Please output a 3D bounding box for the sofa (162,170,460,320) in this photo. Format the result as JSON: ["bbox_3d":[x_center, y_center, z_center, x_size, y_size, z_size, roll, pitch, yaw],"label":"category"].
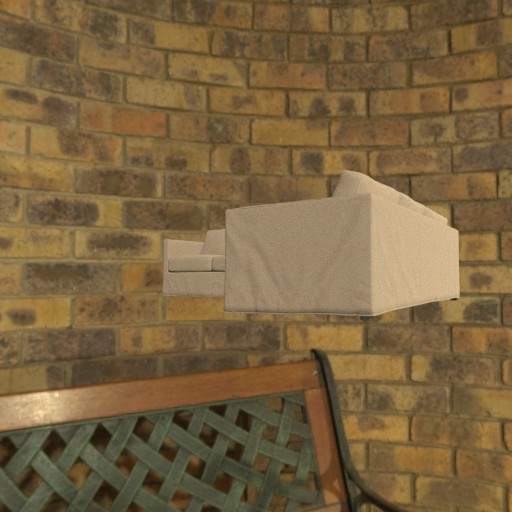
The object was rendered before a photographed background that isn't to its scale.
[{"bbox_3d":[0.000,0.000,4.241,3.182,0.871,2.432,-2,-3,35],"label":"sofa"}]
